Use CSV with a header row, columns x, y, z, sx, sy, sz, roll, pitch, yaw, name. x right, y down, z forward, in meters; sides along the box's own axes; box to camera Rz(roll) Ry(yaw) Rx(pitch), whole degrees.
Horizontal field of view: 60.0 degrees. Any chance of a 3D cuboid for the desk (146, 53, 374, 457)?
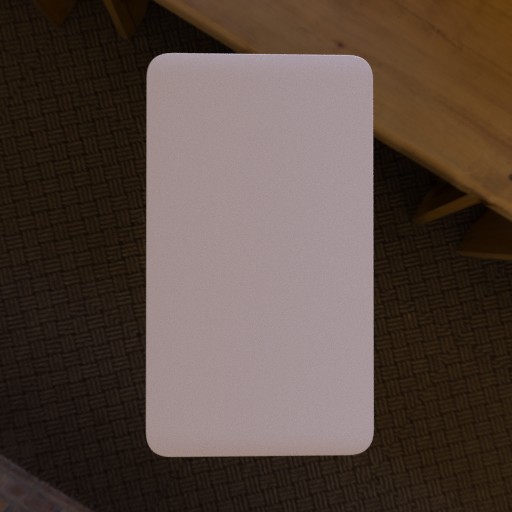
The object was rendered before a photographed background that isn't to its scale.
x,y,z,sx,sy,sz,roll,pitch,yaw,name
0.000,0.000,1.251,0.446,0.760,0.790,0,90,-1,desk
